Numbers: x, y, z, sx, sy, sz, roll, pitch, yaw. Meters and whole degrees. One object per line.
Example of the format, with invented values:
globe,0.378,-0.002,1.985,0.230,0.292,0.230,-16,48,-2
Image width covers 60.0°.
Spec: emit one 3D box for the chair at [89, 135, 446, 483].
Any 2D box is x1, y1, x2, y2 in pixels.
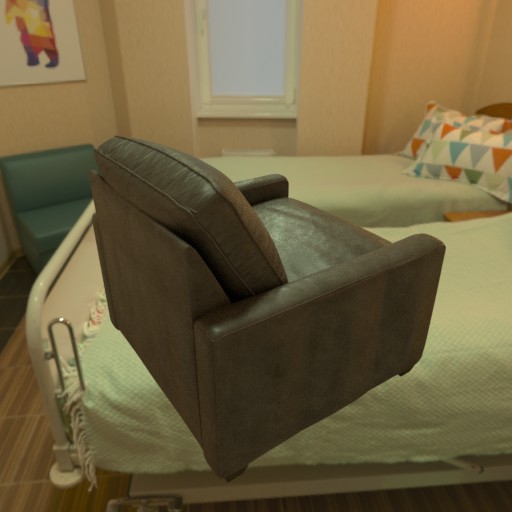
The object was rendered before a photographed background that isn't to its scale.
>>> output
chair,0.000,0.000,1.697,0.939,0.916,1.006,-18,33,-30
